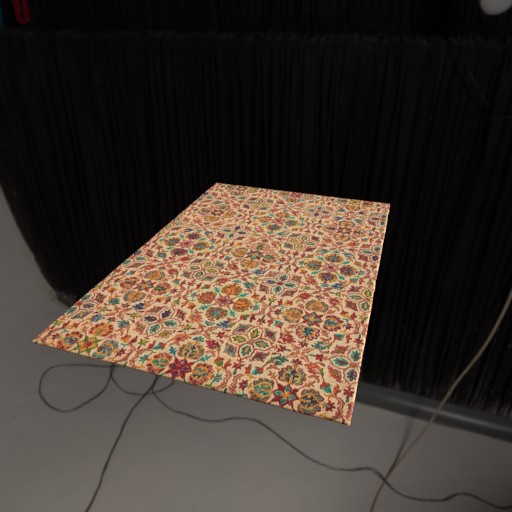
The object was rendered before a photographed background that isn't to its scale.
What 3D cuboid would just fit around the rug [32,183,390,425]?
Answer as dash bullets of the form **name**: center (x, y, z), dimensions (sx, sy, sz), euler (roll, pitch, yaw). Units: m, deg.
- **rug**: center (0.000, 0.000, 2.886), dimensions (1.541, 0.018, 2.297), euler (9, 31, 16)
